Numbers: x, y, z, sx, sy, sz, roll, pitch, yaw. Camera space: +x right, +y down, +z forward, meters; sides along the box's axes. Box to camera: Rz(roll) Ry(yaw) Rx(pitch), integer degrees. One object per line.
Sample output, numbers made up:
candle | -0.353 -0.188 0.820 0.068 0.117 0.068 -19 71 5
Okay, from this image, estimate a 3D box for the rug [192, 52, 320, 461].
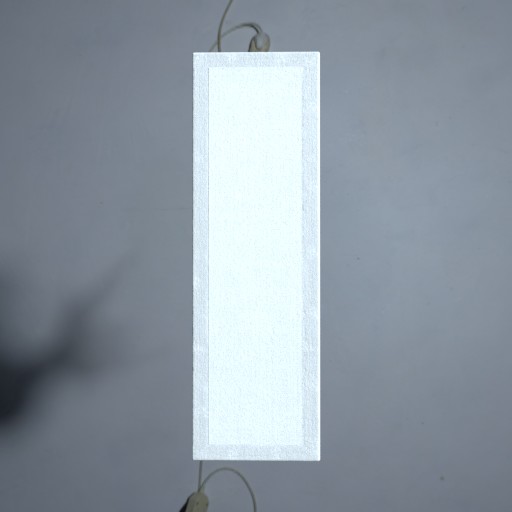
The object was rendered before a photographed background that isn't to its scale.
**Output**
rug | 0.000 0.000 2.637 0.759 0.012 2.430 0 90 1
